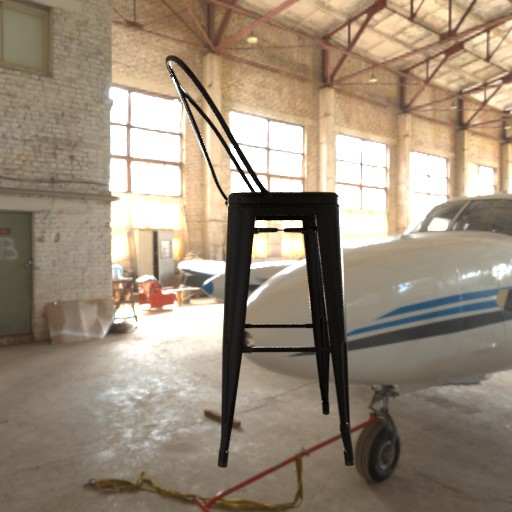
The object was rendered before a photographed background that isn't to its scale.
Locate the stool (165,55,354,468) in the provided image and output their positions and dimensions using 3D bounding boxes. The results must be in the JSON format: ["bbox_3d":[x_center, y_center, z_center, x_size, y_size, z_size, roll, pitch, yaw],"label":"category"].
[{"bbox_3d":[0.000,0.000,1.325,0.513,1.096,0.399,0,2,-1],"label":"stool"}]
